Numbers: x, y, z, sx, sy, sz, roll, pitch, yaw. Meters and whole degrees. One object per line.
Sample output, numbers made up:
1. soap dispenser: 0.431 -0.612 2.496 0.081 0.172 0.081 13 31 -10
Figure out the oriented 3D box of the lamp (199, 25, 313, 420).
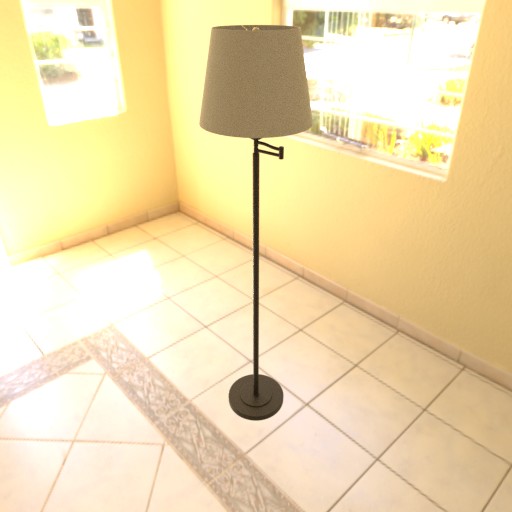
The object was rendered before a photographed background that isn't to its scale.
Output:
1. lamp: 0.000 0.000 1.604 0.348 1.473 0.348 21 37 32
